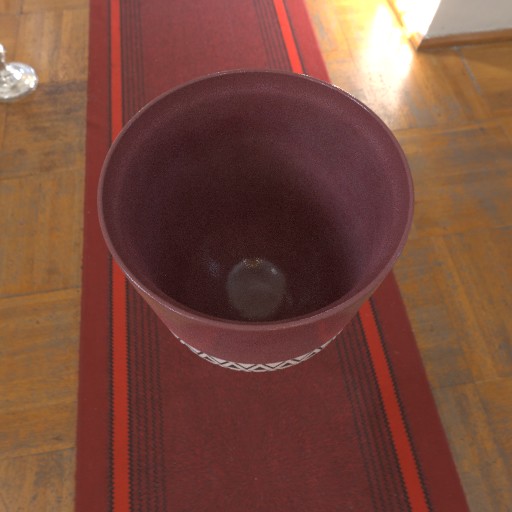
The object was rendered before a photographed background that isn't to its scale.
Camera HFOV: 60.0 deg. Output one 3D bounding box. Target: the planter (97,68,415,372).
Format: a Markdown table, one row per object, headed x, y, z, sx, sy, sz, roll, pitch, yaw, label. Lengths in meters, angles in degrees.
| x | y | z | sx | sy | sz | roll | pitch | yaw | label |
| --- | --- | --- | --- | --- | --- | --- | --- | --- | --- |
| 0.000 | 0.000 | 0.370 | 0.195 | 0.214 | 0.195 | 0 | 63 | 0 | planter |
